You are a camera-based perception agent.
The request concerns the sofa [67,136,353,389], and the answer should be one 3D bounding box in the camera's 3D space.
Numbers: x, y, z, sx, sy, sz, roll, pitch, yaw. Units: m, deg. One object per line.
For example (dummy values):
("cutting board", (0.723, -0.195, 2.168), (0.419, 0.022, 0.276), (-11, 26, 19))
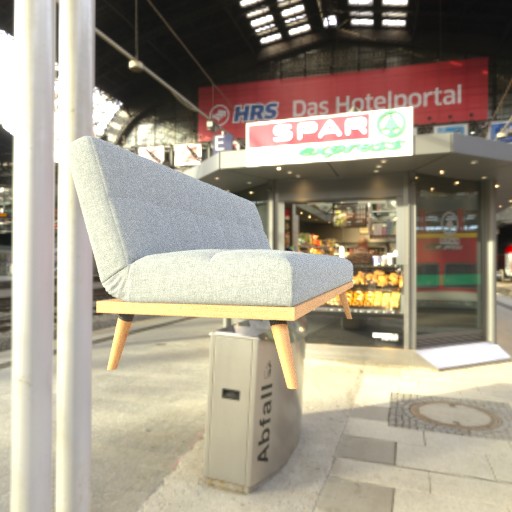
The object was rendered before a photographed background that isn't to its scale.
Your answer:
("sofa", (0.000, 0.000, 2.221), (0.800, 0.800, 1.820), (0, -1, 18))
